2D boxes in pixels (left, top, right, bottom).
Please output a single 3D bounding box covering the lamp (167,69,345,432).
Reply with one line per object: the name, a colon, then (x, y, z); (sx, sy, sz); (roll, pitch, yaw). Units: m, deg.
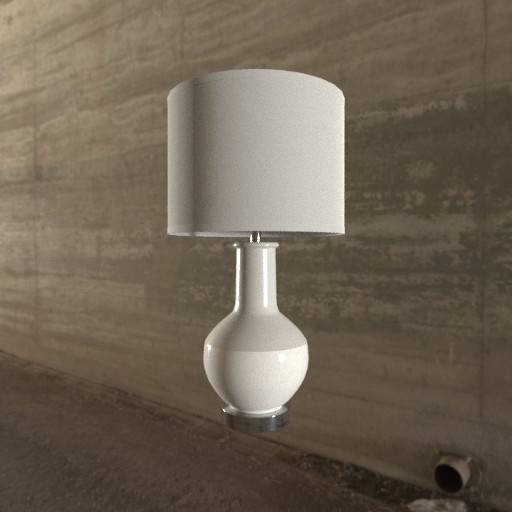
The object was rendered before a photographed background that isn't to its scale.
lamp: (0.000, 0.000, 0.911); (0.357, 0.673, 0.357); (0, 1, -1)
